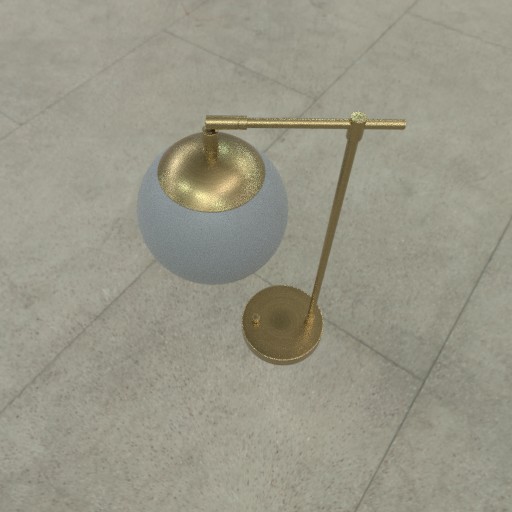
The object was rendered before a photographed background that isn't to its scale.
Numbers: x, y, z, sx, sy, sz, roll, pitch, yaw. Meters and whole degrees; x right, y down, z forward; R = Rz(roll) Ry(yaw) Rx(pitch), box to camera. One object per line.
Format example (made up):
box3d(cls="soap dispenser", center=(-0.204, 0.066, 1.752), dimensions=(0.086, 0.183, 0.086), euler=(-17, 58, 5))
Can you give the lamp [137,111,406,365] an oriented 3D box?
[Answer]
box3d(cls="lamp", center=(0.000, 0.000, 0.711), dimensions=(0.324, 0.559, 0.207), euler=(1, 57, 1))
